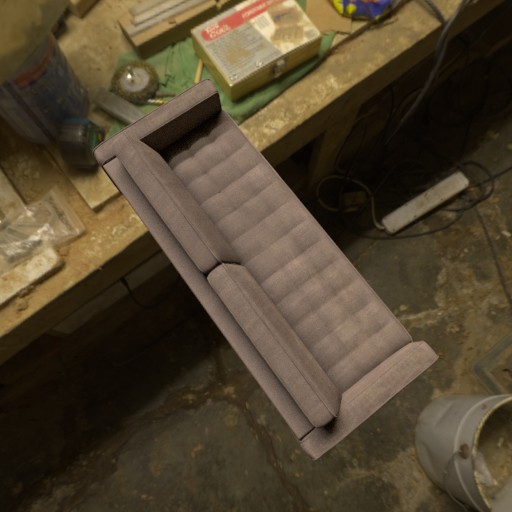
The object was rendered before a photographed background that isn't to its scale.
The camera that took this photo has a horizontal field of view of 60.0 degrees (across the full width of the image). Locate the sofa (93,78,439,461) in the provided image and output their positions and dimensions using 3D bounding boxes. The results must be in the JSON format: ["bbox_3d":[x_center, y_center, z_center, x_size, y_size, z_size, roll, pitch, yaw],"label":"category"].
[{"bbox_3d":[0.000,0.000,2.787,0.923,0.813,2.295,-36,78,-9],"label":"sofa"}]
